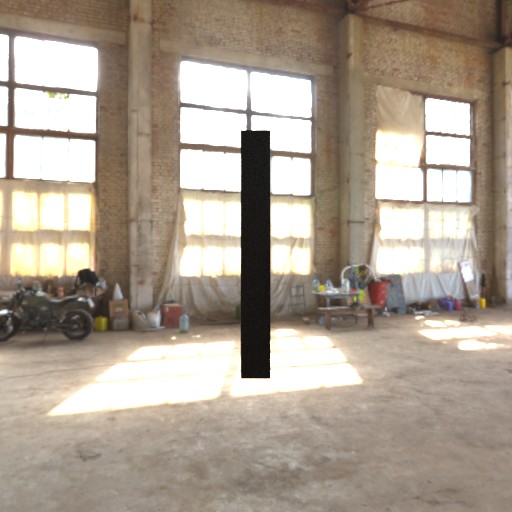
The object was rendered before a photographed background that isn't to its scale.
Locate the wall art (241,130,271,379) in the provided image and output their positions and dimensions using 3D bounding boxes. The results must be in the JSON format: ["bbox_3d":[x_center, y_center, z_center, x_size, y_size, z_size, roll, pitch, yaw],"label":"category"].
[{"bbox_3d":[0.000,0.000,0.970,0.037,0.303,0.860,0,0,0],"label":"wall art"}]
